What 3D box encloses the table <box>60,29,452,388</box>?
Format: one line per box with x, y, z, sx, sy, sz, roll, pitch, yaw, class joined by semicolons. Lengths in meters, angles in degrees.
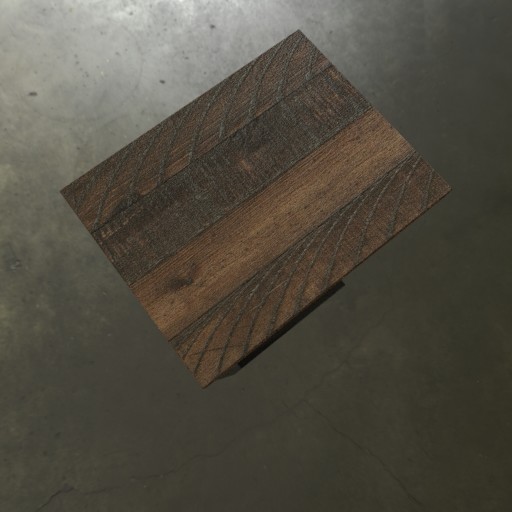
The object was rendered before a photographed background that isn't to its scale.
0.000;0.000;0.935;0.414;0.718;0.323;-37;79;-9;table
